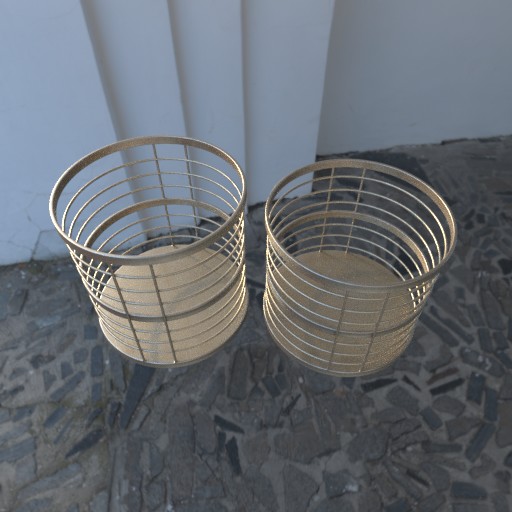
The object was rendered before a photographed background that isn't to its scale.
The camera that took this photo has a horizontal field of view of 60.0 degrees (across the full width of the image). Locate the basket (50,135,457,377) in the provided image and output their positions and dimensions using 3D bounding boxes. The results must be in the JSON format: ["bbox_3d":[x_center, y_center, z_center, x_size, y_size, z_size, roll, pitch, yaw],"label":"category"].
[{"bbox_3d":[0.000,0.000,0.939,0.746,0.351,0.356,2,47,2],"label":"basket"}]
